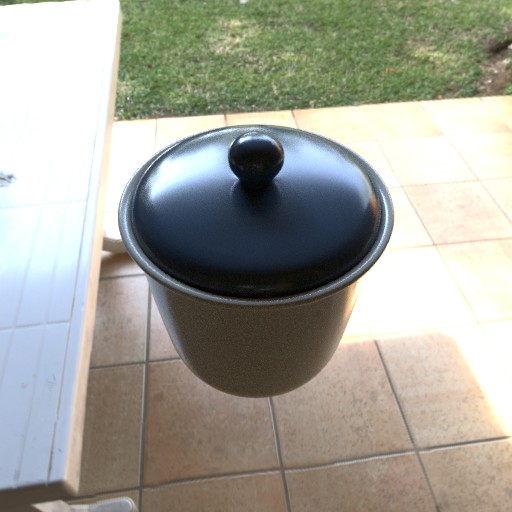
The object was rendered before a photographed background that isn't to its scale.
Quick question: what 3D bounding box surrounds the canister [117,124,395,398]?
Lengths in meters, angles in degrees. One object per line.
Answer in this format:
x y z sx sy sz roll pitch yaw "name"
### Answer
0.000 0.000 0.340 0.182 0.208 0.182 0 47 0 "canister"
